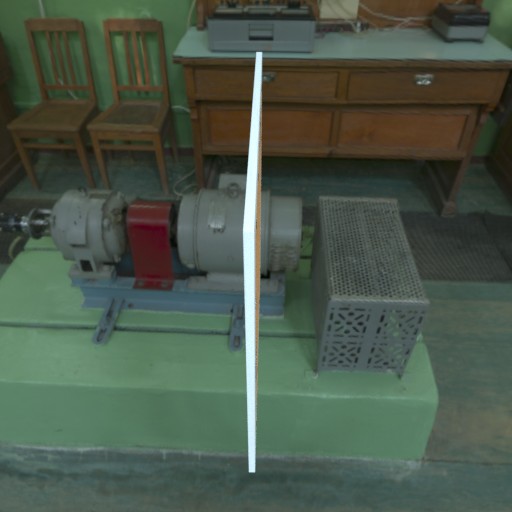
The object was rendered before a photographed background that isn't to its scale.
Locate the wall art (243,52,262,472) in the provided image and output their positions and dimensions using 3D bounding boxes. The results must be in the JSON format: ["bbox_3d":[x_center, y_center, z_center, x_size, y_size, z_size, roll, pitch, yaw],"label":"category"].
[{"bbox_3d":[0.000,0.000,0.868,0.013,0.584,0.584,1,41,1],"label":"wall art"}]
